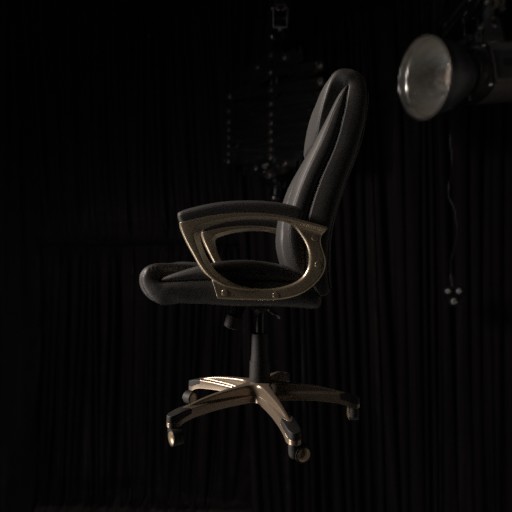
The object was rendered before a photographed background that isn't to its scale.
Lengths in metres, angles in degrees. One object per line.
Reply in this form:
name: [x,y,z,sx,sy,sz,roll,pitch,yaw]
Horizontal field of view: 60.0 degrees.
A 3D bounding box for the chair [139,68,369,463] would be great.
chair: [0.000,0.000,1.606,0.748,1.188,0.694,0,0,0]
